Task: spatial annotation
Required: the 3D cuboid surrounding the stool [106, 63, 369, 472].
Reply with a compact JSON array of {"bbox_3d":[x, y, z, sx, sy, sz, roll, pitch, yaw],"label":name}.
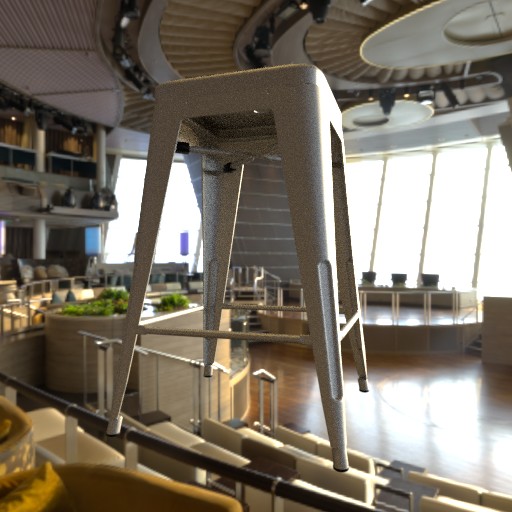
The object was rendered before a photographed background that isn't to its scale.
[{"bbox_3d":[0.000,0.000,0.874,0.406,0.610,0.406,0,0,19],"label":"stool"}]
